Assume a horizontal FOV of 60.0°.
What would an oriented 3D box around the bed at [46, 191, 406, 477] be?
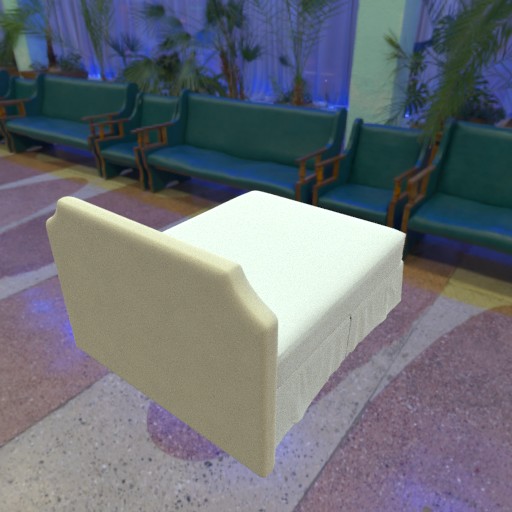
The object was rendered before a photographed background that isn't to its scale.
[{"bbox_3d":[0.000,0.000,3.373,1.827,1.296,2.209,21,36,32],"label":"bed"}]
